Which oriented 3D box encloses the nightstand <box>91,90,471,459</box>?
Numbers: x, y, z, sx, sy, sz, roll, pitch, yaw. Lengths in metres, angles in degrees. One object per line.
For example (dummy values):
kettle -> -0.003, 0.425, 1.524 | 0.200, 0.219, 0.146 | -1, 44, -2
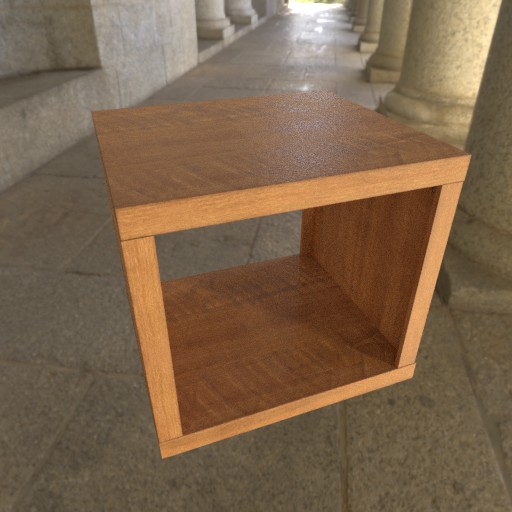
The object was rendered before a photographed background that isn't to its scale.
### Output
nightstand -> 0.000, 0.000, 0.856 | 0.493, 0.491, 0.436 | -11, 34, -17
